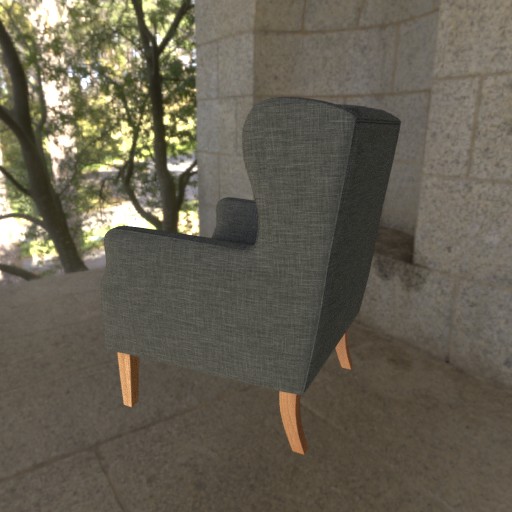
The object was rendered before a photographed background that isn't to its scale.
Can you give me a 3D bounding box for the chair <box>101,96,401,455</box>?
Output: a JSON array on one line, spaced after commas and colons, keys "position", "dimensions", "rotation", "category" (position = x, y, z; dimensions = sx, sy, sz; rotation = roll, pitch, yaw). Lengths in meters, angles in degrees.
[{"position": [0.000, 0.000, 1.476], "dimensions": [0.775, 0.953, 0.711], "rotation": [8, 18, 25], "category": "chair"}]
